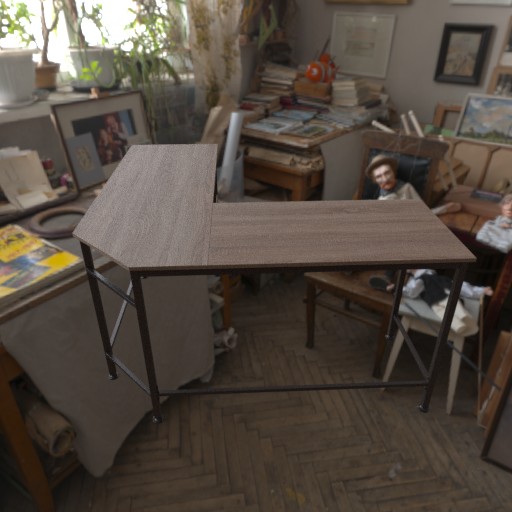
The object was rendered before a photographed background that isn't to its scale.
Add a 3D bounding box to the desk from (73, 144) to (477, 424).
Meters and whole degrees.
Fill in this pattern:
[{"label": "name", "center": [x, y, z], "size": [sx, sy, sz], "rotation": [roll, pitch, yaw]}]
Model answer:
[{"label": "desk", "center": [0.000, 0.000, 2.204], "size": [1.379, 0.739, 1.379], "rotation": [-1, 30, -3]}]
